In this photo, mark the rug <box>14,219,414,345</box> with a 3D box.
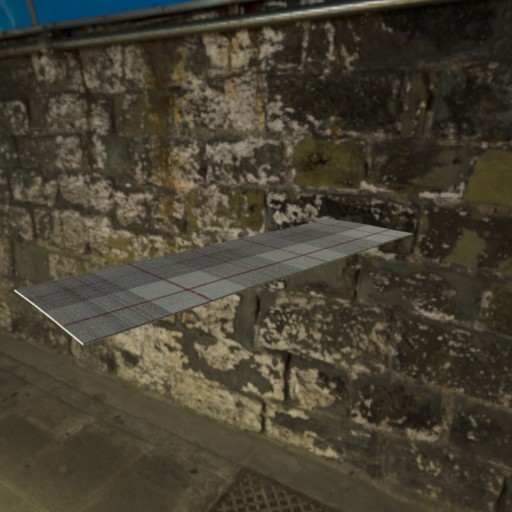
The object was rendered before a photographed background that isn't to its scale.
[{"bbox_3d":[0.000,0.000,2.643,2.439,0.013,0.762,-15,22,-42],"label":"rug"}]
